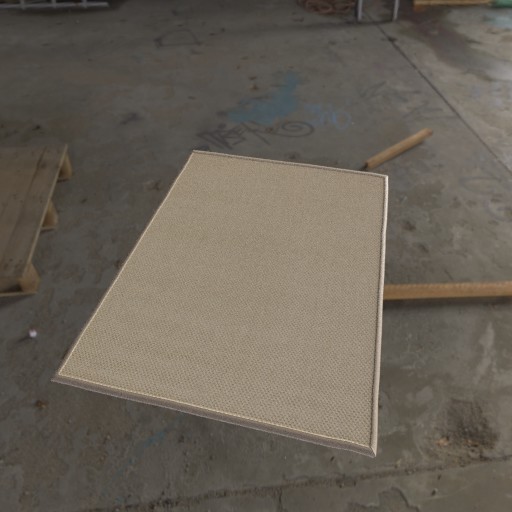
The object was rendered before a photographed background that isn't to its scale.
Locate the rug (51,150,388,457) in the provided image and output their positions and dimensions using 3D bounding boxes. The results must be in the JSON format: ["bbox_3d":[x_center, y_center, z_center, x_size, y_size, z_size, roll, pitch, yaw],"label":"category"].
[{"bbox_3d":[0.000,0.000,2.685,1.525,0.020,2.081,9,46,9],"label":"rug"}]
